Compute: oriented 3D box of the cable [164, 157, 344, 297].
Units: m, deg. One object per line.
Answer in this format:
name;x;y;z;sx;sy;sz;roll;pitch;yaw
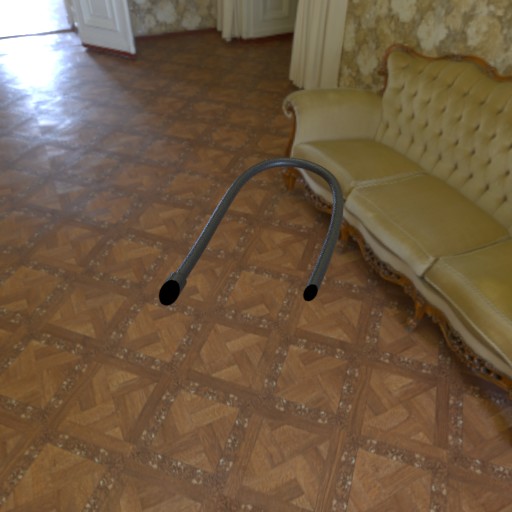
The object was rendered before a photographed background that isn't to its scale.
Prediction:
cable;0.000;0.000;0.109;0.040;0.006;0.098;12;43;13
